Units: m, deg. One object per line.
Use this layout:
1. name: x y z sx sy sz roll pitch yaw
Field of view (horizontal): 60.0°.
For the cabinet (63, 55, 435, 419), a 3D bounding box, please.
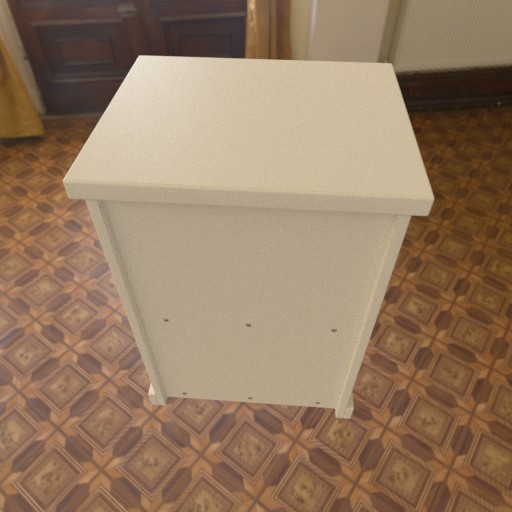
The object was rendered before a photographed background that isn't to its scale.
1. cabinet: 0.000 0.000 1.023 0.520 0.723 0.431 3 47 3
